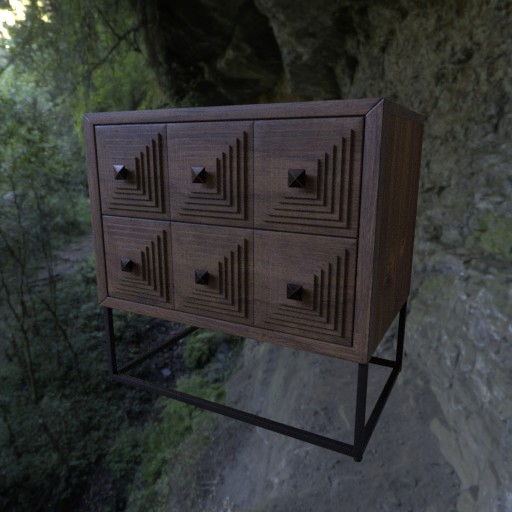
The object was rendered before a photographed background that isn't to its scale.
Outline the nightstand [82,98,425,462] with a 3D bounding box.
[{"bbox_3d":[0.000,0.000,0.998,0.610,0.610,0.437,7,15,27],"label":"nightstand"}]
